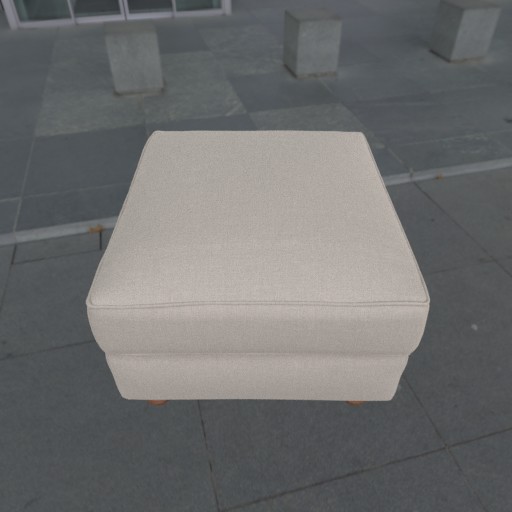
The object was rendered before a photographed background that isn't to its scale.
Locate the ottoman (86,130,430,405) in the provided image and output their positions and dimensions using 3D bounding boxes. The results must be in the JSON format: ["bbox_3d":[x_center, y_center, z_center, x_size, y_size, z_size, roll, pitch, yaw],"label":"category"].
[{"bbox_3d":[0.000,0.000,1.164,0.662,0.505,0.716,0,41,0],"label":"ottoman"}]
